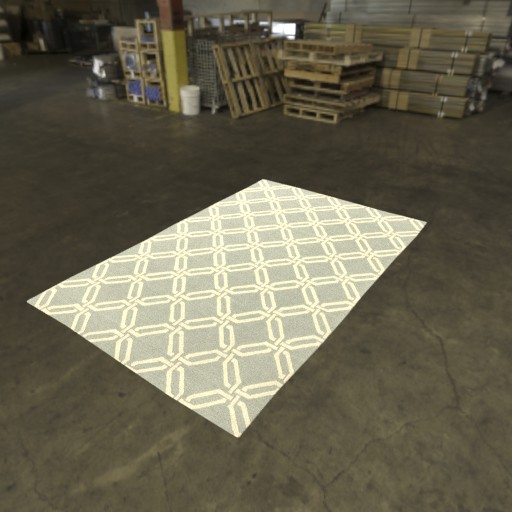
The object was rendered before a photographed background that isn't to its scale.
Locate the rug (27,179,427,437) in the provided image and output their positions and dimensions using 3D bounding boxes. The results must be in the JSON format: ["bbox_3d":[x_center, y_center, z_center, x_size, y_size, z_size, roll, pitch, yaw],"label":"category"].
[{"bbox_3d":[0.000,0.000,2.194,1.148,0.010,1.754,20,37,30],"label":"rug"}]
